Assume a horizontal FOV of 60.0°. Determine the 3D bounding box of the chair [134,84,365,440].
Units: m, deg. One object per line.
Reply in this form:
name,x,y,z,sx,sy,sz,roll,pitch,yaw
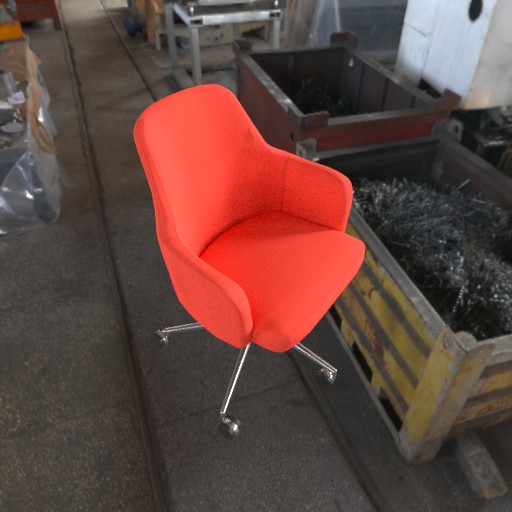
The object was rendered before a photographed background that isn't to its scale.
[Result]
chair,0.000,0.000,1.283,0.600,0.820,0.655,25,47,26
